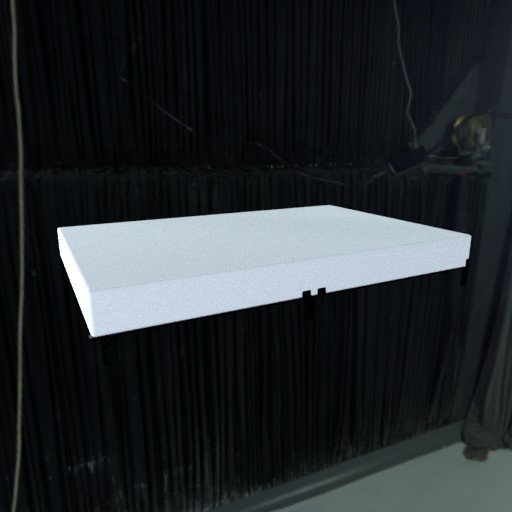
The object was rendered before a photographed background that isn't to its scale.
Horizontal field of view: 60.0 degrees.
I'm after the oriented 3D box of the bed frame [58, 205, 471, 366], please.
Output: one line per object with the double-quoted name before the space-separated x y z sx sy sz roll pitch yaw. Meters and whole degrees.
"bed frame" 0.000 0.000 3.821 2.987 0.440 1.930 -8 17 -27
